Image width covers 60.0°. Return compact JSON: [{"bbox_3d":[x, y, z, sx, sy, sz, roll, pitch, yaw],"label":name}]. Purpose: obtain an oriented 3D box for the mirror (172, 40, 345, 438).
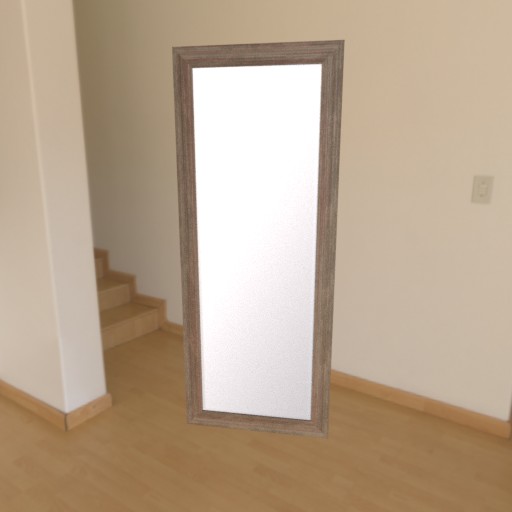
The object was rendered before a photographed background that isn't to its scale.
[{"bbox_3d":[0.000,0.000,2.299,0.812,2.032,0.025,2,13,9],"label":"mirror"}]
